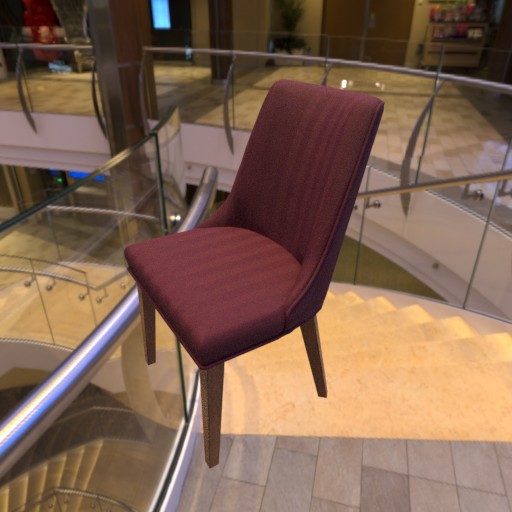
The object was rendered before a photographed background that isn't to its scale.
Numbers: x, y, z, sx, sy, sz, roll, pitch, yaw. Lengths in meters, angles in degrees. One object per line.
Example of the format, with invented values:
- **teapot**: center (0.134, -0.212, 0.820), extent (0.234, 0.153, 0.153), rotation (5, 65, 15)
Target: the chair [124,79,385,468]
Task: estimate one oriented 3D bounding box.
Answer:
- **chair**: center (0.000, 0.000, 1.321), extent (0.638, 0.916, 0.548), rotation (-17, 34, -28)
